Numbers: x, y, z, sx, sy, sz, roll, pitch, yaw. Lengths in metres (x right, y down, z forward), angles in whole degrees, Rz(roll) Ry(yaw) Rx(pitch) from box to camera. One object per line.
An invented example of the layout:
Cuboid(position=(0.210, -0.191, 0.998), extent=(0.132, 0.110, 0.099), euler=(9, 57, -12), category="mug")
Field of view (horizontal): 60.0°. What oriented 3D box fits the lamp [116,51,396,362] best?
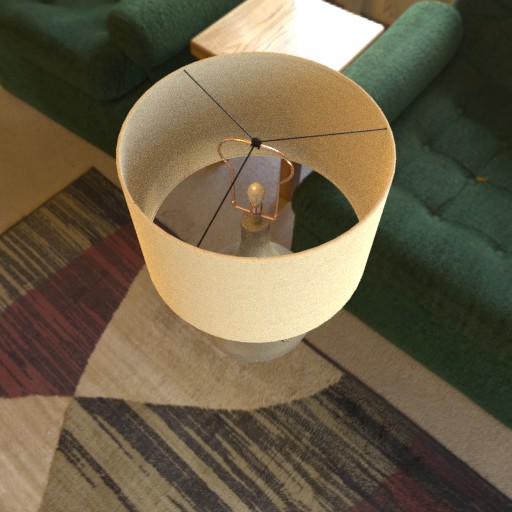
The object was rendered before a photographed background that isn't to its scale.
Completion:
Cuboid(position=(0.000, 0.000, 0.717), extent=(0.330, 0.521, 0.330), euler=(0, 60, 0), category="lamp")
